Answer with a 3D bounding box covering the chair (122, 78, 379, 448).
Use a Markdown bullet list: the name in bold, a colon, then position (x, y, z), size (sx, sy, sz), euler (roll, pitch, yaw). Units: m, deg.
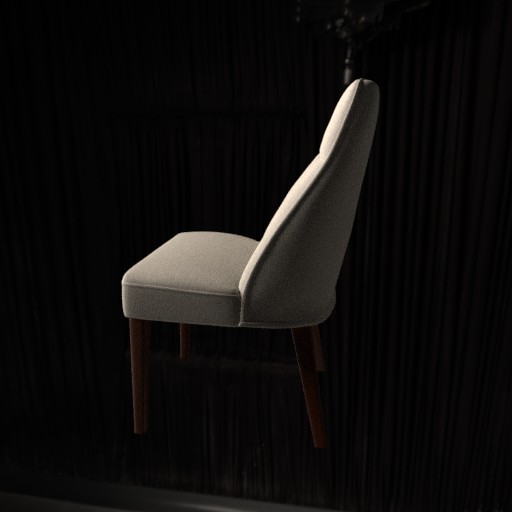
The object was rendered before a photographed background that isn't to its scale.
- **chair**: position (0.000, 0.000, 1.283), size (0.620, 0.930, 0.500), euler (2, 16, 8)
